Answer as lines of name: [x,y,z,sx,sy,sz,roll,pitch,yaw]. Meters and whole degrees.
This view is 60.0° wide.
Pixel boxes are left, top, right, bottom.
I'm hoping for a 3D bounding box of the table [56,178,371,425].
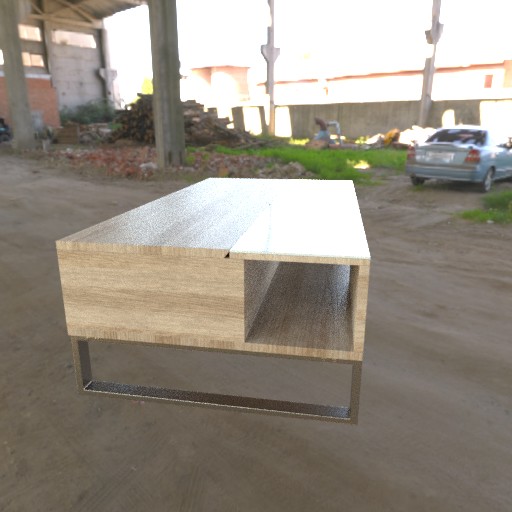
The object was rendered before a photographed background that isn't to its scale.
table: [0.000,0.000,1.386,0.600,0.350,1.100,3,17,10]
